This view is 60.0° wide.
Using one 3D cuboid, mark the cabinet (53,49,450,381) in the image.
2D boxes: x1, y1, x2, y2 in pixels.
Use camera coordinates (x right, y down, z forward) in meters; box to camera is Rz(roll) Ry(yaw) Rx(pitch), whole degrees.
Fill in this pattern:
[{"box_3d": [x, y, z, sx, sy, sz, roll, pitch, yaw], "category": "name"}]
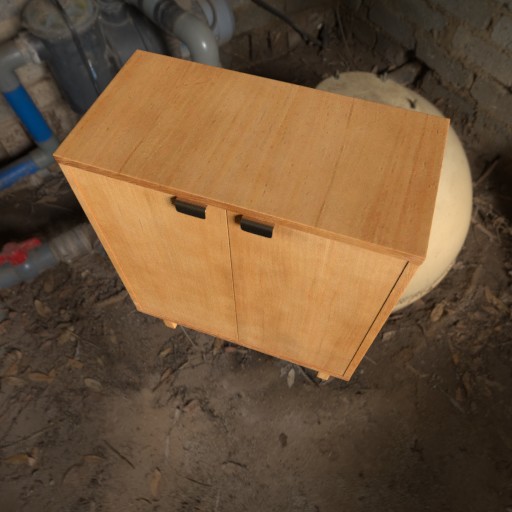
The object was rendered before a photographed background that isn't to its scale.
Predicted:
[{"box_3d": [0.000, 0.000, 1.410, 0.800, 1.001, 0.419, 17, 60, 10], "category": "cabinet"}]
